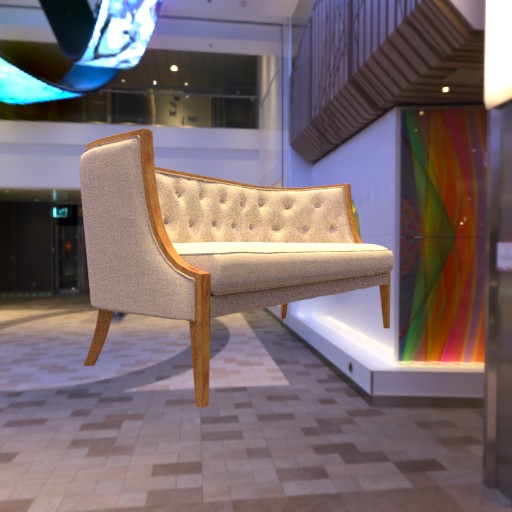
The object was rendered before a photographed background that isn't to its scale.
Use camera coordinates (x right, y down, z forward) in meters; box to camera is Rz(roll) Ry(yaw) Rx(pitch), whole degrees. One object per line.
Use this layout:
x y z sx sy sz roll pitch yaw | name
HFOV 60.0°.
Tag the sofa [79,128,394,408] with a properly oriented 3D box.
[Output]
0.000 0.000 1.956 0.770 0.775 1.474 1 1 36 | sofa
